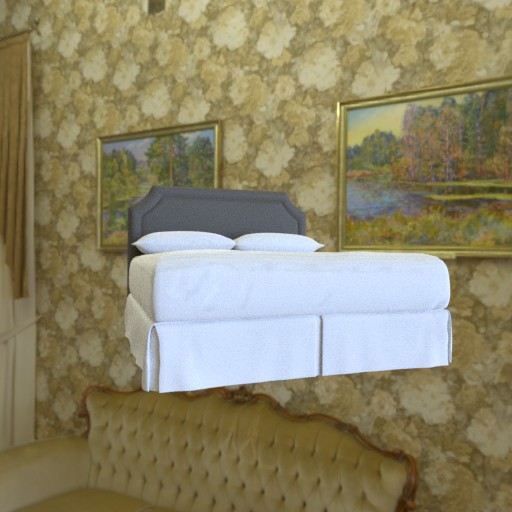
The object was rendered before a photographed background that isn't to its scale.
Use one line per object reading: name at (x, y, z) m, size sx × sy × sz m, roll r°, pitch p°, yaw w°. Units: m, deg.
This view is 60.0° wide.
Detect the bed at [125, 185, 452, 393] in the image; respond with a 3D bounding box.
bed at (0.000, 0.000, 3.971) m, size 2.194 × 1.561 × 2.536 m, roll 0°, pitch 0°, yaw -19°
